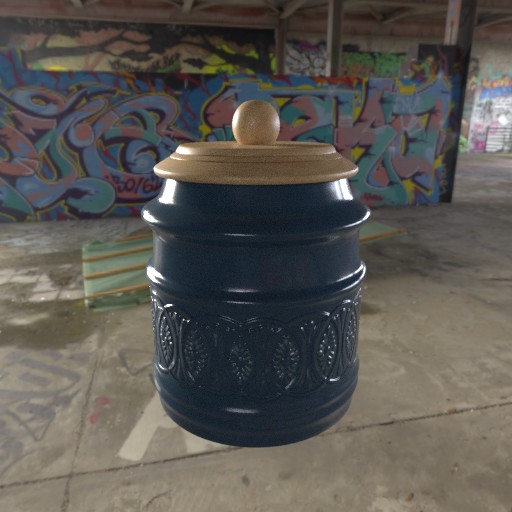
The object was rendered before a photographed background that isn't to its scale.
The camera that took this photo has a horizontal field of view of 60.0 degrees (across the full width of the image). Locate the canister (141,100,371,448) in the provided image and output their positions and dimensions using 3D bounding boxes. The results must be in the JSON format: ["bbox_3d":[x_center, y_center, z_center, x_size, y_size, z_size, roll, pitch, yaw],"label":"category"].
[{"bbox_3d":[0.000,0.000,0.266,0.130,0.176,0.130,0,17,0],"label":"canister"}]
